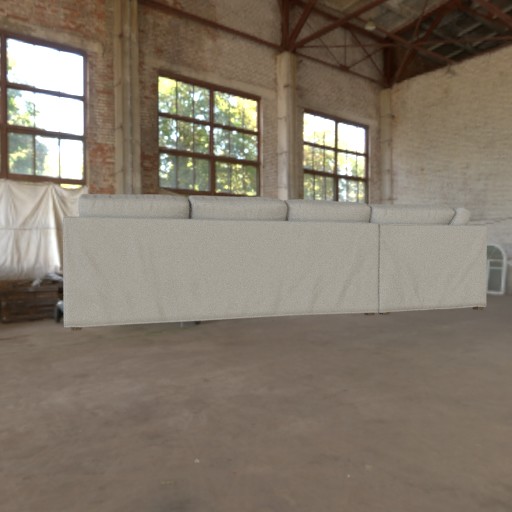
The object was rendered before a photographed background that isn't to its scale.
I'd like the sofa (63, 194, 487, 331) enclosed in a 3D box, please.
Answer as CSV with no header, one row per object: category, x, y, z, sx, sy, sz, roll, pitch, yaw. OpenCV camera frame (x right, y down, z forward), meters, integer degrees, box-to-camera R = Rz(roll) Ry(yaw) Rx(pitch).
sofa,0.000,0.000,4.243,3.182,0.871,2.432,0,1,-18
